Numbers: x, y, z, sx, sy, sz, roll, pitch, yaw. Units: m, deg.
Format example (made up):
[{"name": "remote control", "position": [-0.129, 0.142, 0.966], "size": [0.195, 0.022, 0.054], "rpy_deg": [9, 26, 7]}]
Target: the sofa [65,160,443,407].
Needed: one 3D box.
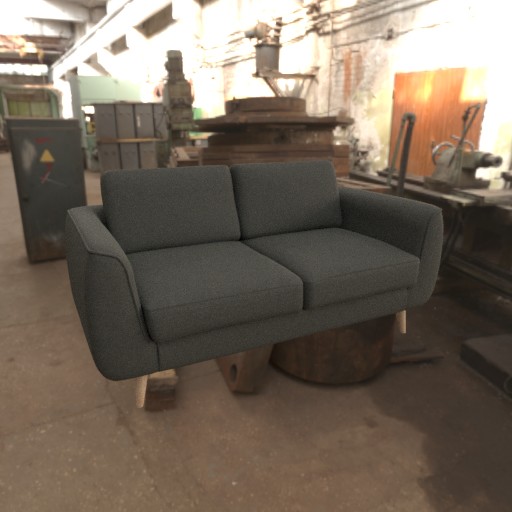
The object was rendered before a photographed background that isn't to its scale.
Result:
[{"name": "sofa", "position": [0.000, 0.000, 2.208], "size": [1.700, 0.850, 0.920], "rpy_deg": [-8, 19, -26]}]
